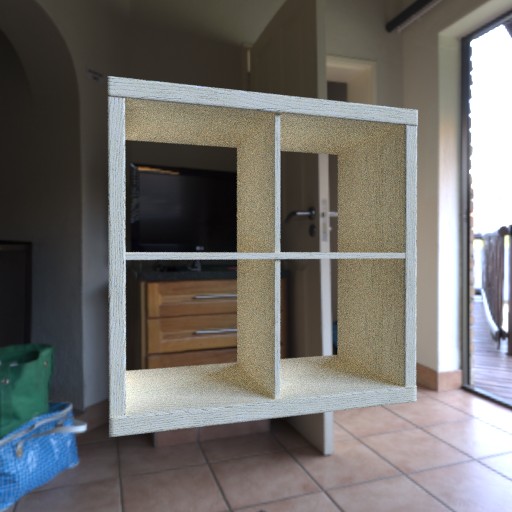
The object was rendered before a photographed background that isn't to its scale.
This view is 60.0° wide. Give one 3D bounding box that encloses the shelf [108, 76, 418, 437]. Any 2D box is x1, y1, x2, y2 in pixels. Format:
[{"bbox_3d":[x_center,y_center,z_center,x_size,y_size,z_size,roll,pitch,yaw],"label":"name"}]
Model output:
[{"bbox_3d":[0.000,0.000,1.266,0.790,0.786,0.390,0,1,-17],"label":"shelf"}]
